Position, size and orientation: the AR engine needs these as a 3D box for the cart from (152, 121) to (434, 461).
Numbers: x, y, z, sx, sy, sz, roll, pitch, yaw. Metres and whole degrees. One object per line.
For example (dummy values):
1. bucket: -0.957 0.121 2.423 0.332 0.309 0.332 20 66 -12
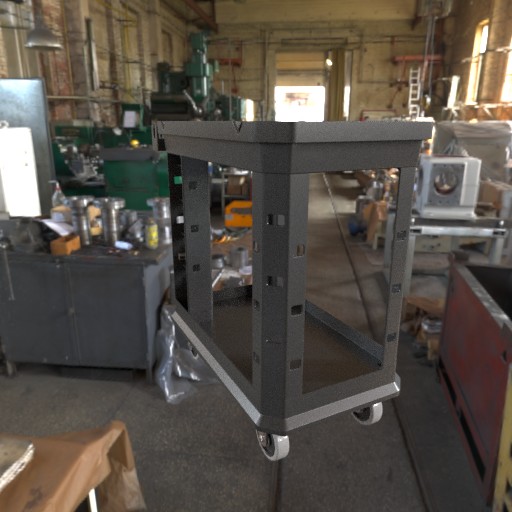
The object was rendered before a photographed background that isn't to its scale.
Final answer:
1. cart: 0.000 0.000 1.518 0.497 0.884 1.061 -8 19 -26
